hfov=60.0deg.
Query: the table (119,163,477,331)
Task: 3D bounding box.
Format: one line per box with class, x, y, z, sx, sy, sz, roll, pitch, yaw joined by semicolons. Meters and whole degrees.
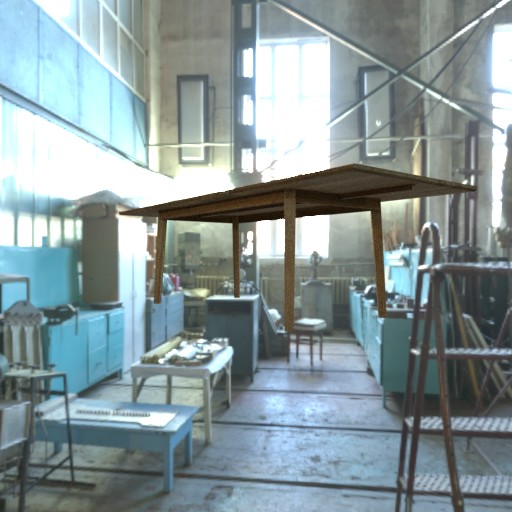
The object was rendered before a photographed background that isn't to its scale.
table;0.000;0.000;3.109;1.000;0.752;2.603;0;0;-37
